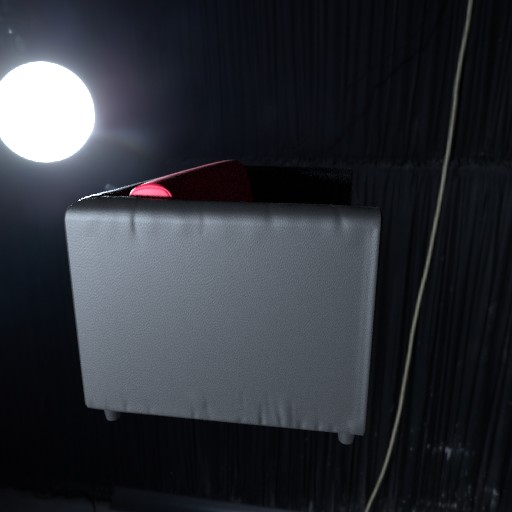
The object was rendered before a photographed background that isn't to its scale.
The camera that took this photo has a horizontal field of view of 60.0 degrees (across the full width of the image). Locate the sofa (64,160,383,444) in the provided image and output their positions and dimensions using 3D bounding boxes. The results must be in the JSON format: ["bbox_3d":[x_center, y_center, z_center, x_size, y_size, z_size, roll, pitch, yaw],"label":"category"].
[{"bbox_3d":[0.000,0.000,1.862,0.845,0.735,1.410,2,16,8],"label":"sofa"}]
